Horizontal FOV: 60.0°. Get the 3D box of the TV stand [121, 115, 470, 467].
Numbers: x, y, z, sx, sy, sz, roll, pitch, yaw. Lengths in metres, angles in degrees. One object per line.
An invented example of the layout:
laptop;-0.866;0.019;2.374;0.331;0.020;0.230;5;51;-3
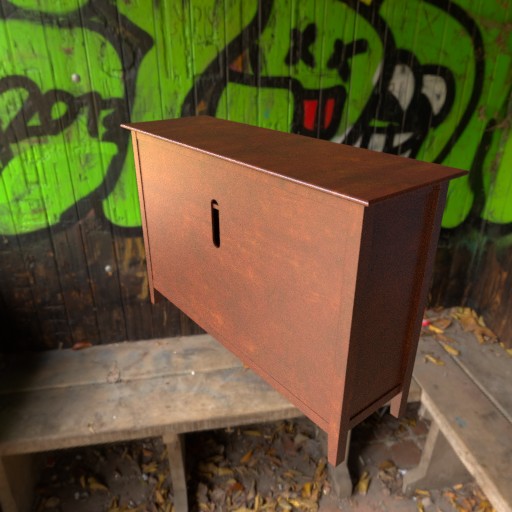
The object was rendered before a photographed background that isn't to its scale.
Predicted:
TV stand;0.000;0.000;1.800;0.445;0.915;1.372;-19;31;-34
